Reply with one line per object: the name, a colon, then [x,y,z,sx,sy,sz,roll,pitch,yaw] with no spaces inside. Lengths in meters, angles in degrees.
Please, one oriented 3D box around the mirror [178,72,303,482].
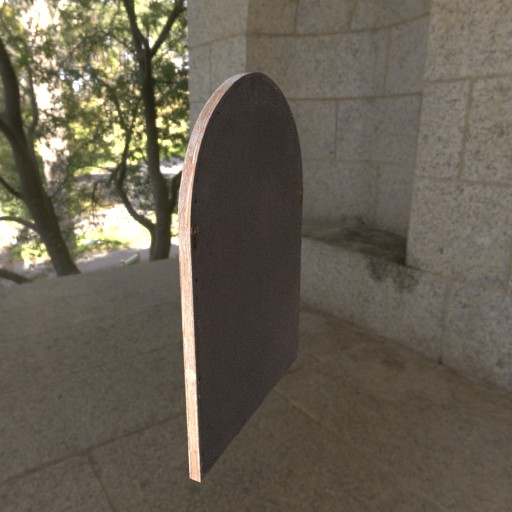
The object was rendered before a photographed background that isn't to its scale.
mirror: [0.000,0.000,1.197,0.032,0.920,0.660,7,17,24]
